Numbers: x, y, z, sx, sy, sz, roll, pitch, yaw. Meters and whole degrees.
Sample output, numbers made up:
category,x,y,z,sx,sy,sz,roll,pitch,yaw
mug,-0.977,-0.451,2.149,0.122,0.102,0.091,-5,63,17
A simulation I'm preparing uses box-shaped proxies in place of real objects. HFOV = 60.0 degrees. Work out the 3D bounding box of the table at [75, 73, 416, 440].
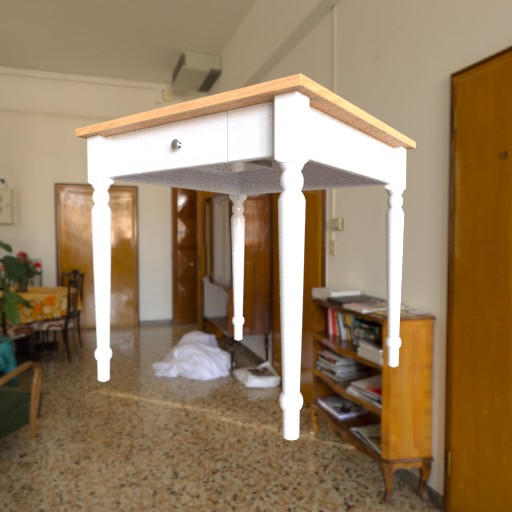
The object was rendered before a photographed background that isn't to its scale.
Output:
category,x,y,z,sx,sy,sz,roll,pitch,yaw
table,0.000,0.000,1.376,0.747,0.738,0.747,2,3,36
